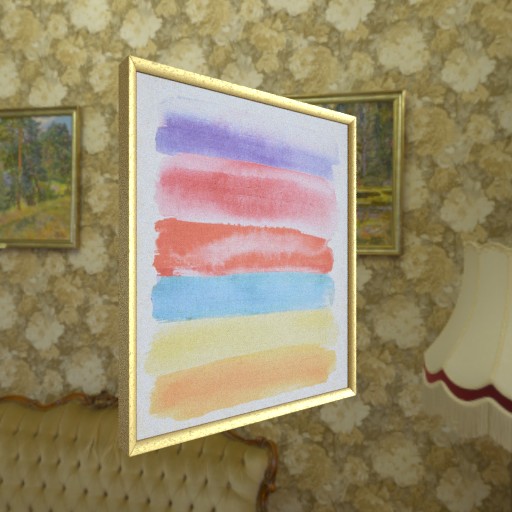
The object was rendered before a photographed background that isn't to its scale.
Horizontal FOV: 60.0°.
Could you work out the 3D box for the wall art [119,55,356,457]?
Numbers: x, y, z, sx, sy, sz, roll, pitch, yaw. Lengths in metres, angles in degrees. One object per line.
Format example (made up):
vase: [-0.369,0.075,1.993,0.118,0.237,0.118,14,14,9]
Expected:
wall art: [0.000,0.000,0.883,0.537,0.642,0.048,0,0,-36]
